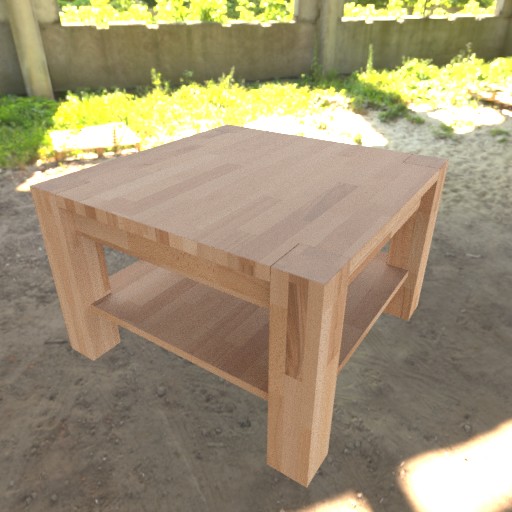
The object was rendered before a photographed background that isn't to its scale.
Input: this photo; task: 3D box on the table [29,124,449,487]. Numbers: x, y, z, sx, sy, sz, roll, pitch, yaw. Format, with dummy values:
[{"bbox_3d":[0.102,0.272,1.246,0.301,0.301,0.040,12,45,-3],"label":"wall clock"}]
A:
[{"bbox_3d":[0.000,0.000,1.141,0.700,0.451,0.700,18,34,29],"label":"table"}]
